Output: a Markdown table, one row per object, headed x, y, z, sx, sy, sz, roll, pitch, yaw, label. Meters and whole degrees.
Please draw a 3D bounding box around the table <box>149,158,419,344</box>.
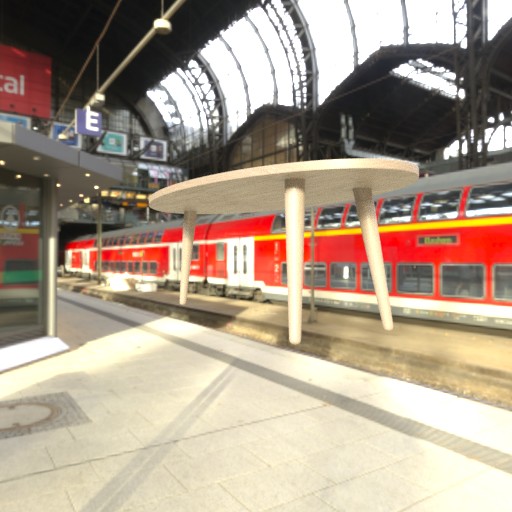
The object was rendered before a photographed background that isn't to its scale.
| x | y | z | sx | sy | sz | roll | pitch | yaw | label |
| --- | --- | --- | --- | --- | --- | --- | --- | --- | --- |
| 0.000 | 0.000 | 1.364 | 0.542 | 0.390 | 1.083 | 0 | 0 | -35 | table |
